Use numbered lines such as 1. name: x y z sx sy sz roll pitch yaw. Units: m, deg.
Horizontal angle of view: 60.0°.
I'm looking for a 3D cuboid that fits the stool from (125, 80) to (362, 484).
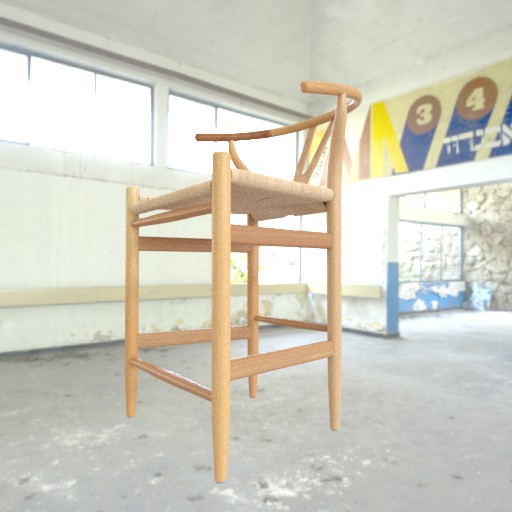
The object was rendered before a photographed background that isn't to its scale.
1. stool: 0.000 0.000 1.253 0.575 0.923 0.536 1 -2 -37
